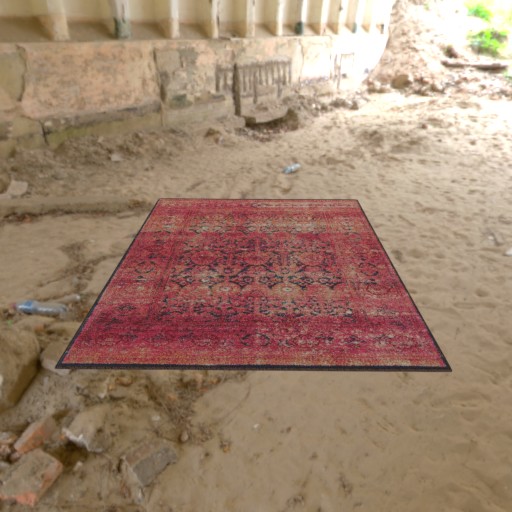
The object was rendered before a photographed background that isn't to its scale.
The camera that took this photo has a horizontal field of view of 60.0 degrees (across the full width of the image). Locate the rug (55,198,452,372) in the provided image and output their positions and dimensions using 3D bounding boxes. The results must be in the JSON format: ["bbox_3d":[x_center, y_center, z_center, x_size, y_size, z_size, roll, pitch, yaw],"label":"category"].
[{"bbox_3d":[0.000,0.000,4.026,2.411,0.020,3.032,0,27,1],"label":"rug"}]
